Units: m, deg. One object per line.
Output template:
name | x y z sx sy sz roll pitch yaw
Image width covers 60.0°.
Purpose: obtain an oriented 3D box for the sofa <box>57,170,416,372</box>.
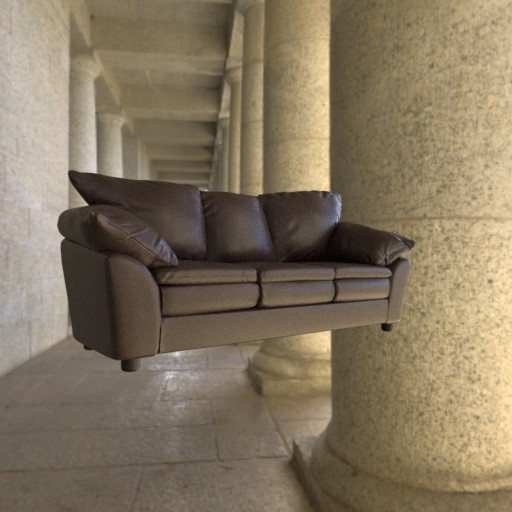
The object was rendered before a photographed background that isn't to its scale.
sofa | 0.000 0.000 2.930 2.390 1.091 0.907 0 -1 -37
